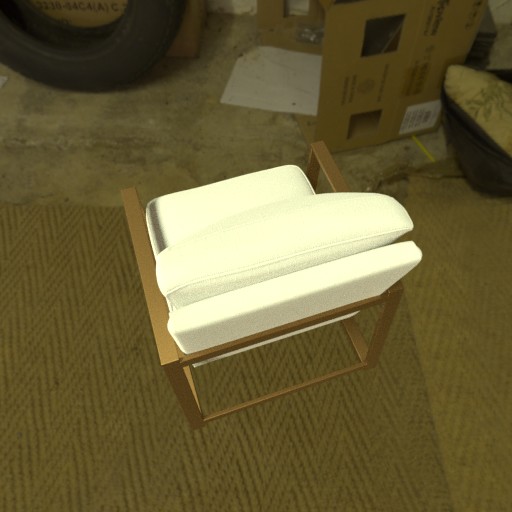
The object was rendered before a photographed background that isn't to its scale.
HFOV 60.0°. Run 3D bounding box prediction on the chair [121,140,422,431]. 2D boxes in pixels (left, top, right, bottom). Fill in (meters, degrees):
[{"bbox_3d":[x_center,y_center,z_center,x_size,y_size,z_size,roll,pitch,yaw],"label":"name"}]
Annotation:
[{"bbox_3d":[0.000,0.000,1.603,0.805,0.966,0.813,-16,60,-10],"label":"chair"}]
